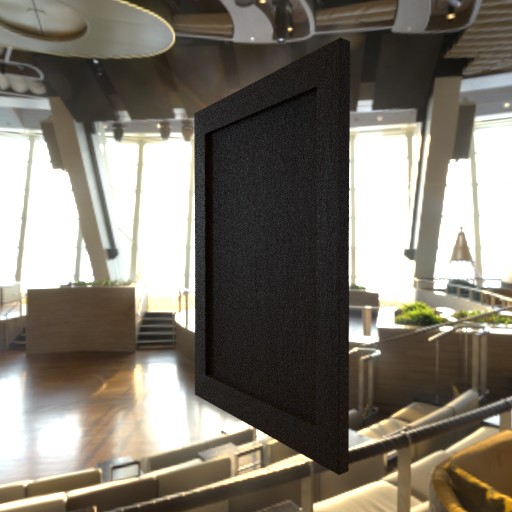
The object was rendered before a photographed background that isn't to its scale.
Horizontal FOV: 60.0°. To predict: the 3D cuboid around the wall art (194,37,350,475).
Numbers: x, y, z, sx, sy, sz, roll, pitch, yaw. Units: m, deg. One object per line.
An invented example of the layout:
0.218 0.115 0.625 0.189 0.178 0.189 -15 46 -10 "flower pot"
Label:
0.000 0.000 0.670 0.017 0.513 0.359 -1 1 -36 "wall art"
